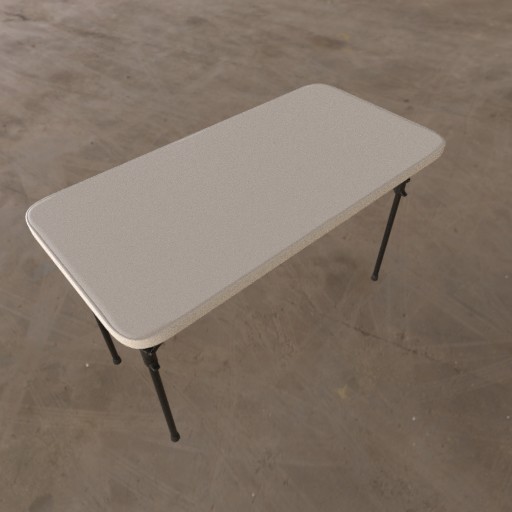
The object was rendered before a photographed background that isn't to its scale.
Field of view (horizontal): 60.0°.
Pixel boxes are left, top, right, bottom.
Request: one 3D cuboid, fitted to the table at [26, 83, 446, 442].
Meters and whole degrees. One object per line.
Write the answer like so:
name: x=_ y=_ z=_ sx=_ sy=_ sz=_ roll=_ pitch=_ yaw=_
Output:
table: x=0.000 y=0.000 z=1.595 sx=1.219 sy=0.729 sz=0.610 roll=-32 pitch=54 yaw=-28
